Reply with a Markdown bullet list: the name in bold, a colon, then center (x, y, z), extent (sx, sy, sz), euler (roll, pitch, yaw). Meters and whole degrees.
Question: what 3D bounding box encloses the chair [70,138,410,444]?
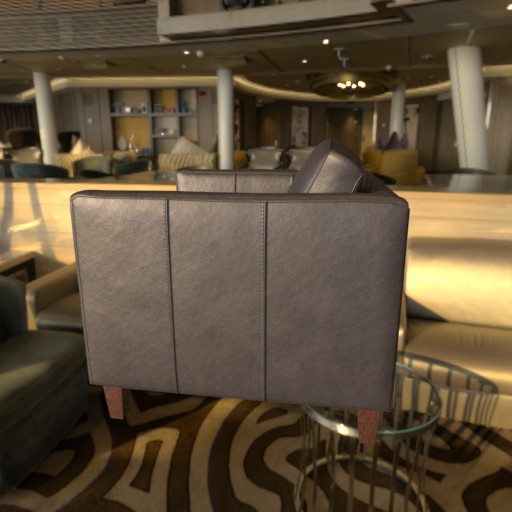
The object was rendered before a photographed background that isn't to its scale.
- **chair**: center (0.000, 0.000, 1.574), extent (0.862, 0.811, 0.939), euler (2, 15, 9)
